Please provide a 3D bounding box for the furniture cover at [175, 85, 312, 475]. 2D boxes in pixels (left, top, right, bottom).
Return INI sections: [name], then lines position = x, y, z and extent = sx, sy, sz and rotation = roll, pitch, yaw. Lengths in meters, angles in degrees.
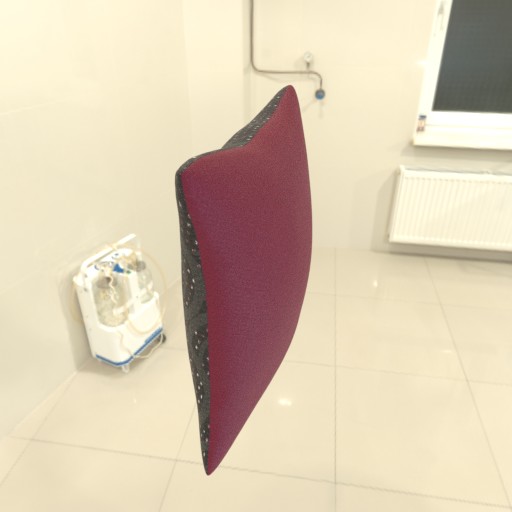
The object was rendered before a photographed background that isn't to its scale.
[furniture cover]
position = 0.000, 0.000, 0.807
extent = 0.193, 0.509, 0.552
rotation = 8, 31, 14
